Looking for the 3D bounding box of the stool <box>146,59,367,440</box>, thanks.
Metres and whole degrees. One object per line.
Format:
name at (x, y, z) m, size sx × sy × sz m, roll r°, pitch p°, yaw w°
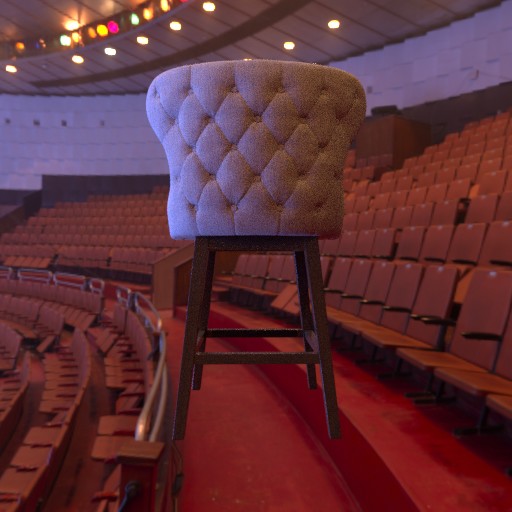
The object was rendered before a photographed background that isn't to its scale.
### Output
stool at (0.000, 0.000, 1.366) m, size 0.615 × 0.972 × 0.597 m, roll 0°, pitch 0°, yaw -1°
